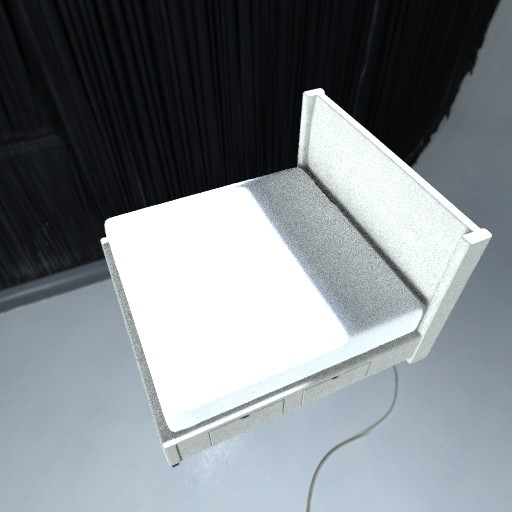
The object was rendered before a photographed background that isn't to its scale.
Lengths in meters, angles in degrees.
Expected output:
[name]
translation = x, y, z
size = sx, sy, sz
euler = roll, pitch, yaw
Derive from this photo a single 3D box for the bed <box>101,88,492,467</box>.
[bed]
translation = 0.000, 0.000, 3.632
size = 2.280, 1.470, 2.140
euler = -18, 49, -16
